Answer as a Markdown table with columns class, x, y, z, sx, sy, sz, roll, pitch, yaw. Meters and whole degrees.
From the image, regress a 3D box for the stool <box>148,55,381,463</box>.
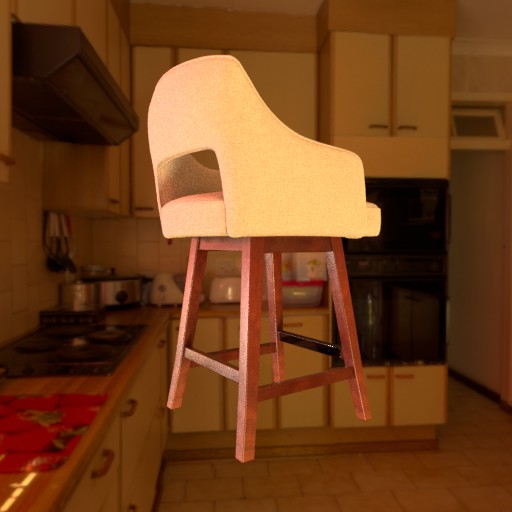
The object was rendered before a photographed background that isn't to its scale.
| class | x | y | z | sx | sy | sz | roll | pitch | yaw |
| --- | --- | --- | --- | --- | --- | --- | --- | --- | --- |
| stool | 0.000 | 0.000 | 1.276 | 0.560 | 0.936 | 0.550 | -1 | 2 | -35 |
